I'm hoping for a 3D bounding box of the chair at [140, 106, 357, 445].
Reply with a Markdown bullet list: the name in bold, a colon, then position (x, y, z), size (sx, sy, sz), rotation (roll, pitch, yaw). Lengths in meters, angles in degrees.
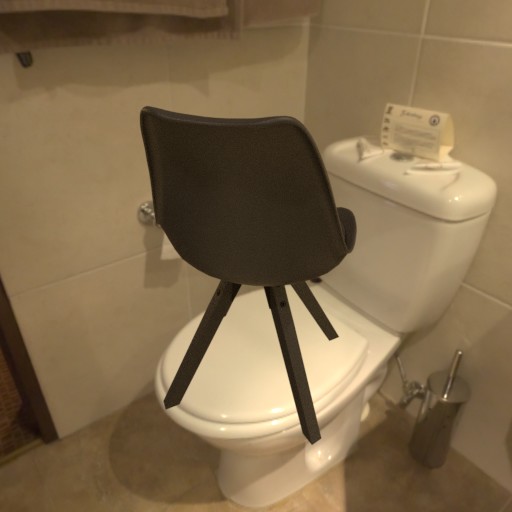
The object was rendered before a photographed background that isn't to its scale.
- **chair**: position (0.000, 0.000, 1.140), size (0.485, 0.850, 0.550), rotation (8, 33, 13)
